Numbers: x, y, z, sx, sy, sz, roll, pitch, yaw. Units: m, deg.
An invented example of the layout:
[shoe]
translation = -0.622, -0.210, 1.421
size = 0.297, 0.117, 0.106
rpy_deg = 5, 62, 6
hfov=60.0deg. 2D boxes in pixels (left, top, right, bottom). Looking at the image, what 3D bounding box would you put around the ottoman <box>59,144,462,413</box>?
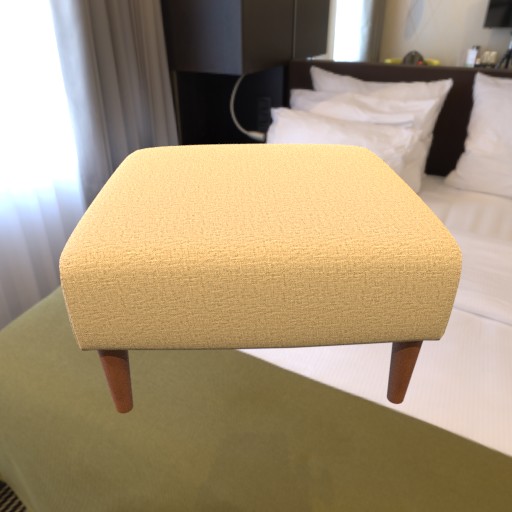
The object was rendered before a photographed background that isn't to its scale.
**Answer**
[ottoman]
translation = 0.000, 0.000, 1.033
size = 0.650, 0.398, 0.649
rpy_deg = -1, 29, -2
